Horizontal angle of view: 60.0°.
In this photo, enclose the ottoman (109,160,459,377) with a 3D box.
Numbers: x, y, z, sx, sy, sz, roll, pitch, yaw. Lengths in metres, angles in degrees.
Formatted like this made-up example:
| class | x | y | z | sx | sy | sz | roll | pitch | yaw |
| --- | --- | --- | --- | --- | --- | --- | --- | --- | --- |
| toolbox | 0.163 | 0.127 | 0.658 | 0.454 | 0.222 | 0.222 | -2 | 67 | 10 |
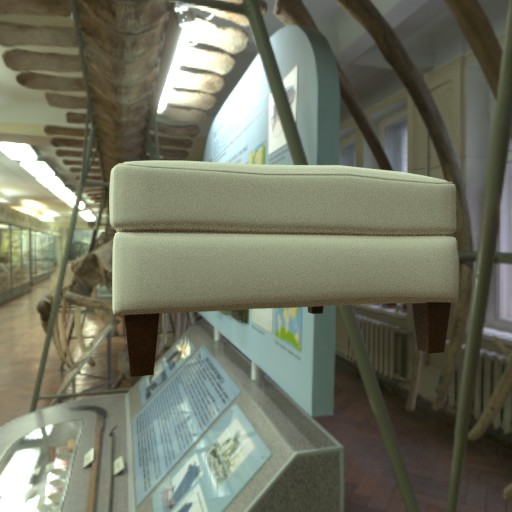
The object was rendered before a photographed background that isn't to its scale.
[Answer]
| class | x | y | z | sx | sy | sz | roll | pitch | yaw |
| --- | --- | --- | --- | --- | --- | --- | --- | --- | --- |
| ottoman | 0.000 | 0.000 | 1.369 | 0.838 | 0.479 | 0.838 | 0 | 1 | -17 |
